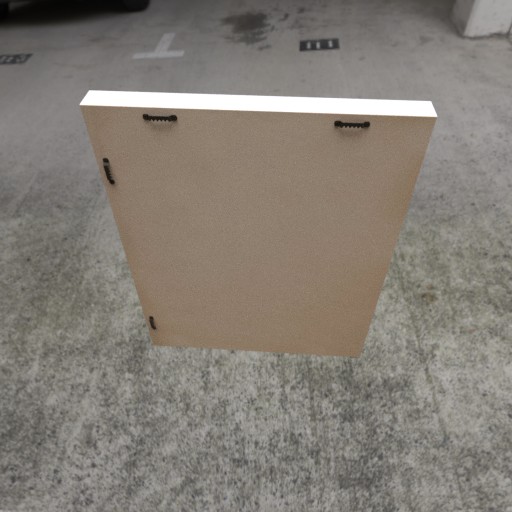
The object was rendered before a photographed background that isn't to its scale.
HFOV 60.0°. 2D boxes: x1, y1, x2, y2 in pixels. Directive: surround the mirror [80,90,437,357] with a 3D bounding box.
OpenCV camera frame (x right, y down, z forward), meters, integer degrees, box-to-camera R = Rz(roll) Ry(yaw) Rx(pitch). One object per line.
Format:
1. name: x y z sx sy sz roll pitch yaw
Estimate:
1. mirror: 0.000 0.000 0.694 0.405 0.508 0.041 3 46 3
